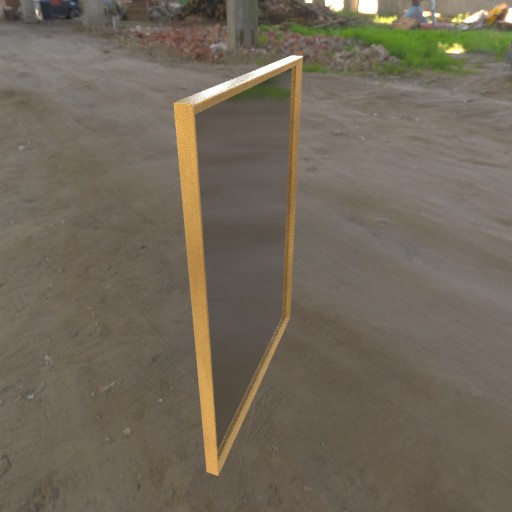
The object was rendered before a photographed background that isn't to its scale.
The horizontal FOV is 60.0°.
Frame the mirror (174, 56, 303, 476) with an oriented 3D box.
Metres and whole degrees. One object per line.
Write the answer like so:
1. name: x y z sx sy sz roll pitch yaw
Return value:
1. mirror: 0.000 0.000 1.317 0.041 1.016 0.762 10 32 17
